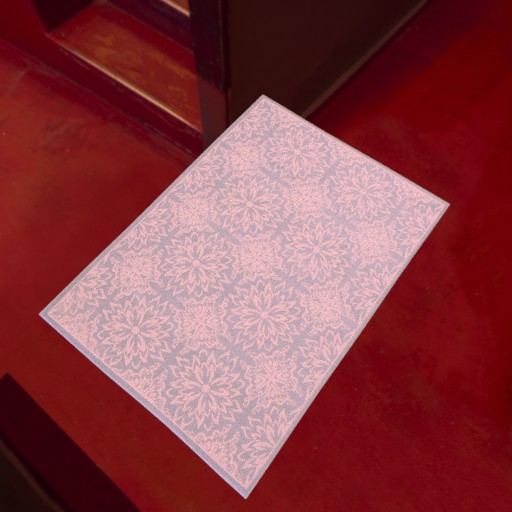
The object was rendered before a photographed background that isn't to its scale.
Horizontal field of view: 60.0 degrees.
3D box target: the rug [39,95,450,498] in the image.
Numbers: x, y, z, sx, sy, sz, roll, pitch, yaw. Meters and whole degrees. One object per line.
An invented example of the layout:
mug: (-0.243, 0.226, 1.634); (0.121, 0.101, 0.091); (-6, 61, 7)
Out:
rug: (0.000, 0.000, 2.816); (1.589, 0.014, 2.205); (35, 70, 15)
